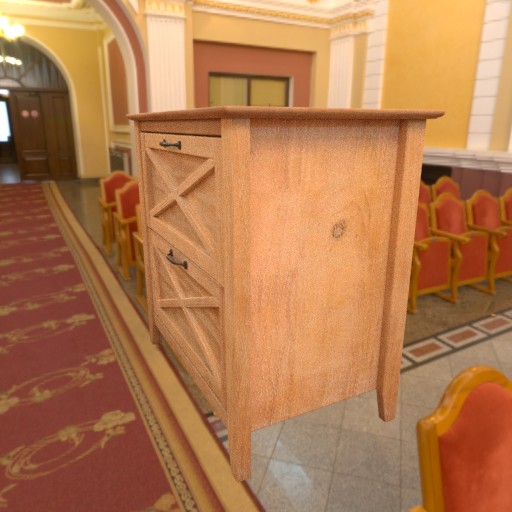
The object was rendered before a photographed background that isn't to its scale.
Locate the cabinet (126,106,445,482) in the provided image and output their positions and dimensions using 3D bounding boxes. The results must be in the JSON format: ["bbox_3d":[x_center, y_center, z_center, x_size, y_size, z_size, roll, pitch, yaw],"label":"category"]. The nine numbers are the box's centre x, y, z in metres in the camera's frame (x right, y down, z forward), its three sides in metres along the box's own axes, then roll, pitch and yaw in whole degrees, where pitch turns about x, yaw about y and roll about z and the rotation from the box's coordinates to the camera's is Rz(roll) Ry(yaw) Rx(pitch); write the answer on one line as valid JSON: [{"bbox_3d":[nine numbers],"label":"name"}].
[{"bbox_3d":[0.000,0.000,1.239,0.503,0.762,0.763,-8,18,-26],"label":"cabinet"}]
